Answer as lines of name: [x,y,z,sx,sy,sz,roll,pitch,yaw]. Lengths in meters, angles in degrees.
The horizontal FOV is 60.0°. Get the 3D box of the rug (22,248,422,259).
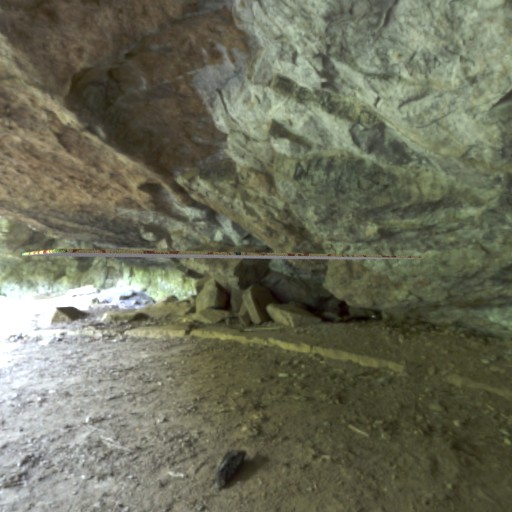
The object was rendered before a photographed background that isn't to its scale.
rug: [0.000,0.000,2.513,2.273,0.016,0.693,1,-1,-38]
